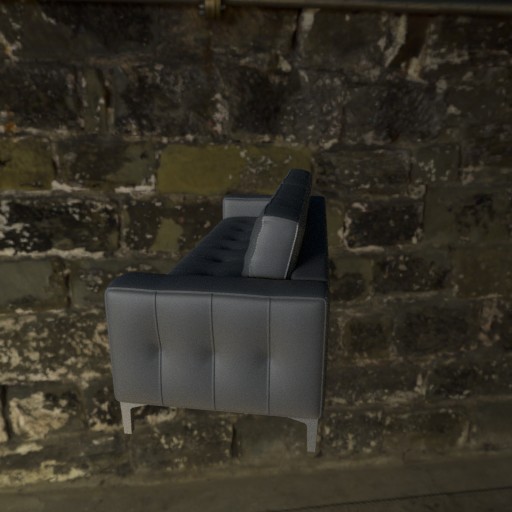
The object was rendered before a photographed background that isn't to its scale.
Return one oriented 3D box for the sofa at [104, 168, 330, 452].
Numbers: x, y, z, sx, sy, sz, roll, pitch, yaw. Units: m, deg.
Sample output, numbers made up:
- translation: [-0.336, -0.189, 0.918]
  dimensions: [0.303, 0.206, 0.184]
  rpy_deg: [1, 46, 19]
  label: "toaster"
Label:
- translation: [0.000, 0.000, 2.667]
  dimensions: [0.833, 0.893, 2.275]
  rpy_deg: [2, 17, 8]
  label: "sofa"
